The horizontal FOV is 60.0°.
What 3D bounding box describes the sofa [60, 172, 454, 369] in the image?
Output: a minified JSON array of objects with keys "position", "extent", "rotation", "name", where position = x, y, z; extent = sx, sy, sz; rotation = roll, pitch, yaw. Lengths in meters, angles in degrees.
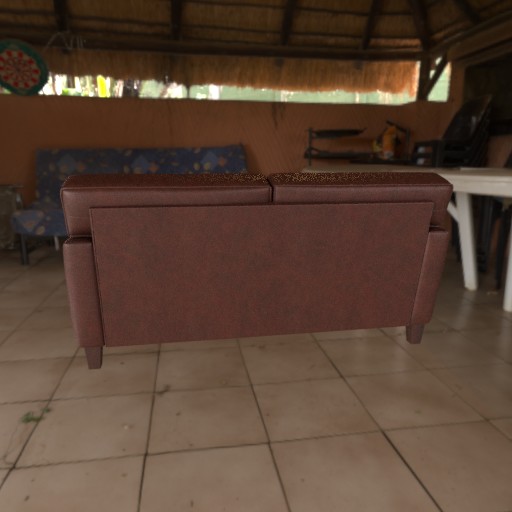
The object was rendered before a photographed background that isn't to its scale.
[{"position":[0.000,0.000,2.467],"extent":[1.876,0.928,0.912],"rotation":[-2,12,-10],"name":"sofa"}]
